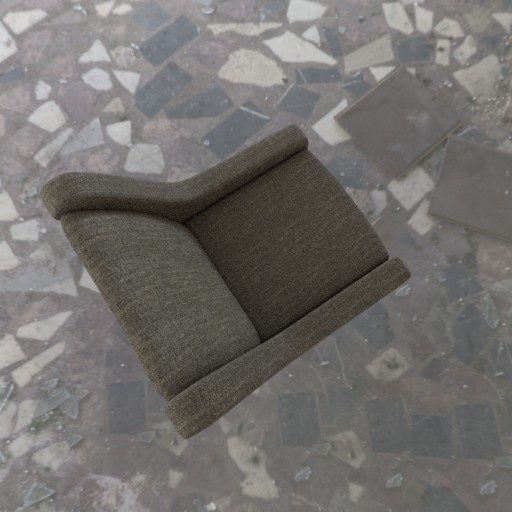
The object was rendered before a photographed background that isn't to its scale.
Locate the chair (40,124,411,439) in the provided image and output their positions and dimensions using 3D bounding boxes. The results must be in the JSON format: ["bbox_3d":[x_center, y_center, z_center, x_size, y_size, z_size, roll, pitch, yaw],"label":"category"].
[{"bbox_3d":[0.000,0.000,1.674,0.944,1.012,0.793,-33,78,-8],"label":"chair"}]
